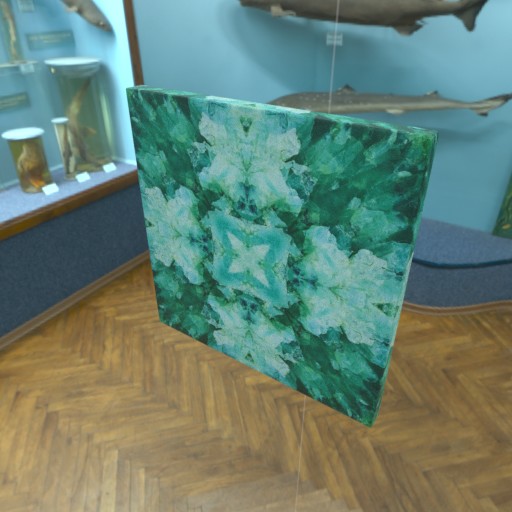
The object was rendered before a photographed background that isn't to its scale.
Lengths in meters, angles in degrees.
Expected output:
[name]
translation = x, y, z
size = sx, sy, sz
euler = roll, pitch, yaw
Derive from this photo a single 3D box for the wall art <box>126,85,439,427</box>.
[wall art]
translation = 0.000, 0.000, 0.768
size = 0.507, 0.508, 0.038
euler = 20, 36, 29
